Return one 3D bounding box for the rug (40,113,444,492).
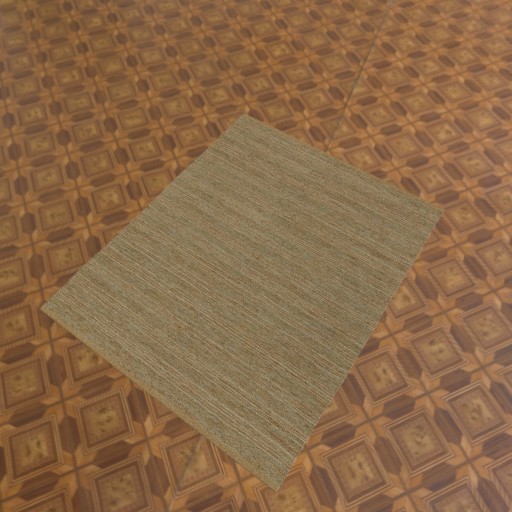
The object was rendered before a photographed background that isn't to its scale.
[{"bbox_3d":[0.000,0.000,4.123,2.471,0.012,3.034,31,63,18],"label":"rug"}]
